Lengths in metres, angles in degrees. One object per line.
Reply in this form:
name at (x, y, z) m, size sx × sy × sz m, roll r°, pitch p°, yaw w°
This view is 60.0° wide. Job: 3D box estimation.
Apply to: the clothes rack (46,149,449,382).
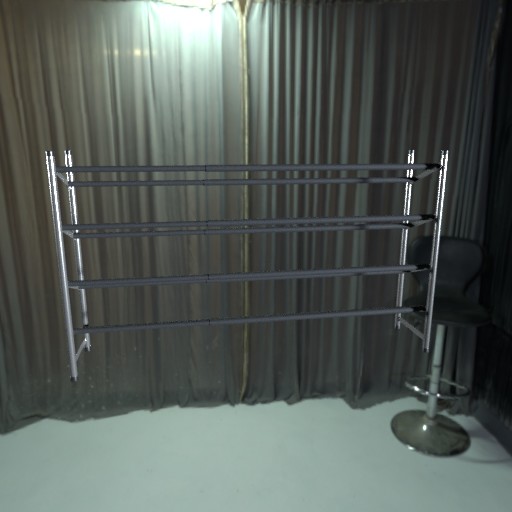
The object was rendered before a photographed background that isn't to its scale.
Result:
clothes rack at (0.000, 0.000, 1.447) m, size 1.168 × 0.672 × 0.229 m, roll -2°, pitch 14°, yaw -9°
